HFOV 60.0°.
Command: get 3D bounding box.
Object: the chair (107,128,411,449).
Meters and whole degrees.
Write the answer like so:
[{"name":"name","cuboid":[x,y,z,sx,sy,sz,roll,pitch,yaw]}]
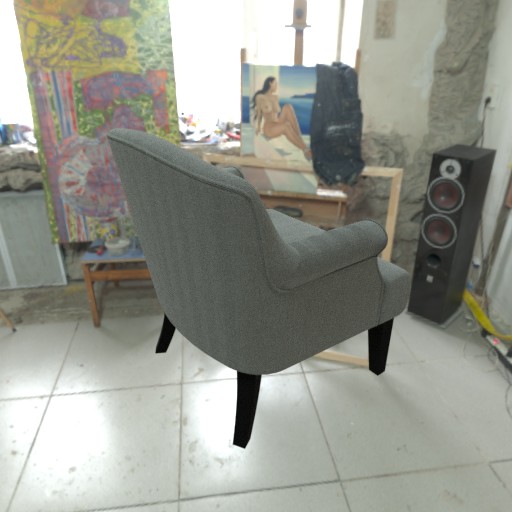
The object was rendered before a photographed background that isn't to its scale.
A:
[{"name":"chair","cuboid":[0.000,0.000,1.467,0.755,0.880,0.772,-19,33,-32]}]
